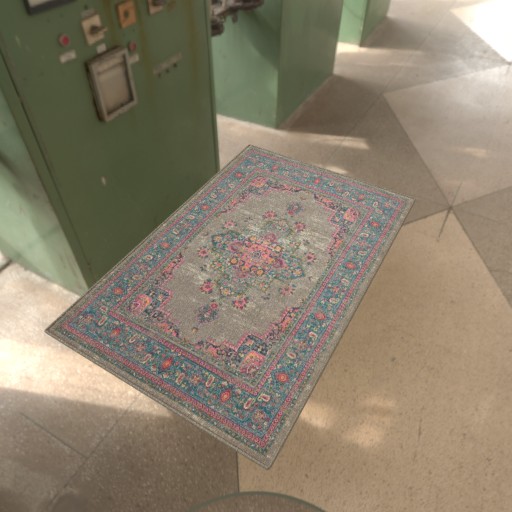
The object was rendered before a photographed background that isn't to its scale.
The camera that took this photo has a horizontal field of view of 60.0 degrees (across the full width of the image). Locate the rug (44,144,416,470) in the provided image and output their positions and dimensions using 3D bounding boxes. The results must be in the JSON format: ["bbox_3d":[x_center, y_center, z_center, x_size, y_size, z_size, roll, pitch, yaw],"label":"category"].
[{"bbox_3d":[0.000,0.000,2.270,1.144,0.014,1.748,23,51,21],"label":"rug"}]
